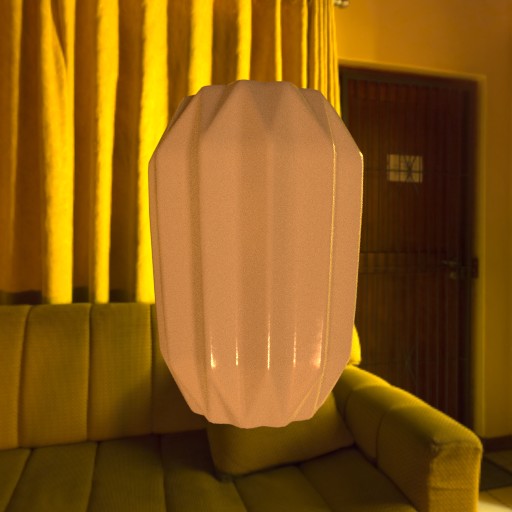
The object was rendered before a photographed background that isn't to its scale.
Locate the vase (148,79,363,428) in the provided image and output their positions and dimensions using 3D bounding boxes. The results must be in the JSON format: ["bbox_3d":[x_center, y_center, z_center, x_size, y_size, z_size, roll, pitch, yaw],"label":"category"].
[{"bbox_3d":[0.000,0.000,0.408,0.195,0.275,0.195,0,1,0],"label":"vase"}]
